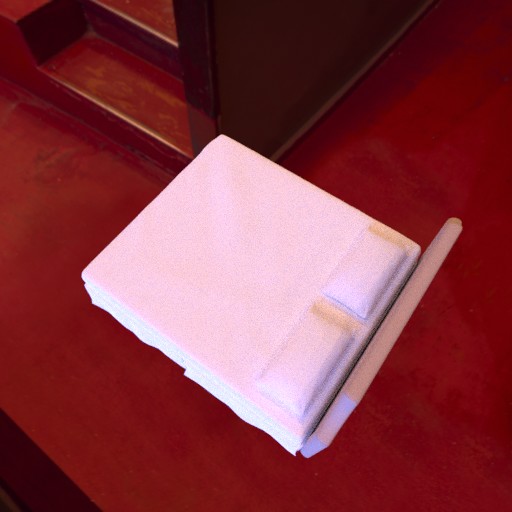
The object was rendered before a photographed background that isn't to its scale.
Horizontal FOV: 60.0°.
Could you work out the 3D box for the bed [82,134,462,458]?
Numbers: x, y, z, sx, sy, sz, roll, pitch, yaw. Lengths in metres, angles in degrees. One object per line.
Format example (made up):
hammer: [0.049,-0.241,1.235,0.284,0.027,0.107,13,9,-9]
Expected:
bed: [0.000,0.000,4.173,2.773,1.590,2.350,33,67,16]
